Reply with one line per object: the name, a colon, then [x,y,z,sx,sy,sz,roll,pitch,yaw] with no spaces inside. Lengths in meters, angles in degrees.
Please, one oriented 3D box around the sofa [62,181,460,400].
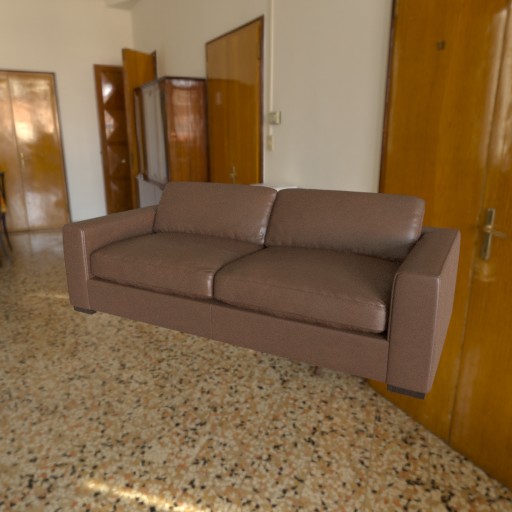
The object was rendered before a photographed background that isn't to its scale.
sofa: [0.000,0.000,2.777,2.262,0.801,1.070,8,18,27]
